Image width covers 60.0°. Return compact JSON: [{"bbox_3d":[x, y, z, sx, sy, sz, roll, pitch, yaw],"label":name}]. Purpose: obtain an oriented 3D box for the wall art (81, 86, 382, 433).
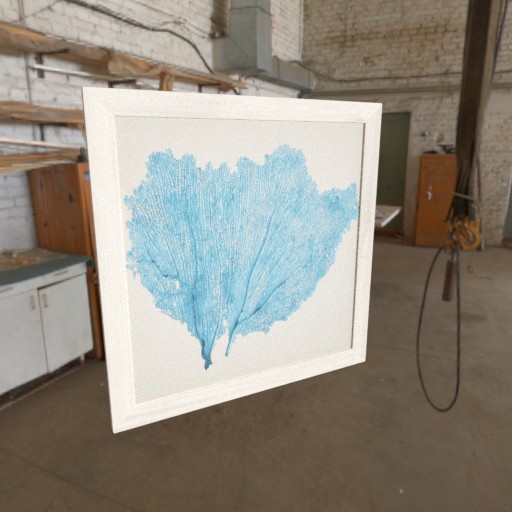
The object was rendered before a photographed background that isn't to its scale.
[{"bbox_3d":[0.000,0.000,0.859,0.584,0.584,0.013,-7,16,-27],"label":"wall art"}]
